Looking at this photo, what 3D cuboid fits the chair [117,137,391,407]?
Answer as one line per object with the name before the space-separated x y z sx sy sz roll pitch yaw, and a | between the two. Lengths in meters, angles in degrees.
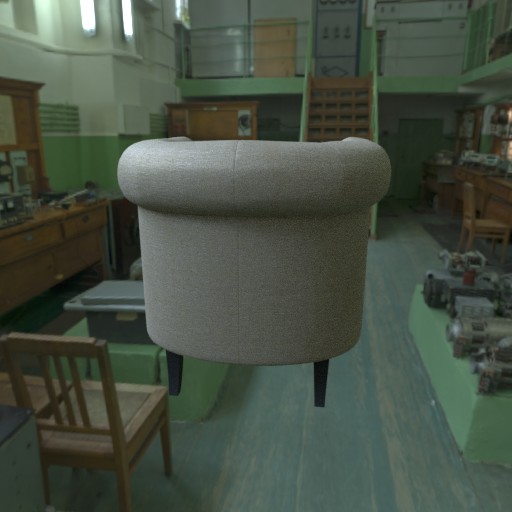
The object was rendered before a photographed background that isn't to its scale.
chair | 0.000 0.000 1.601 0.905 0.827 0.852 2 16 7
